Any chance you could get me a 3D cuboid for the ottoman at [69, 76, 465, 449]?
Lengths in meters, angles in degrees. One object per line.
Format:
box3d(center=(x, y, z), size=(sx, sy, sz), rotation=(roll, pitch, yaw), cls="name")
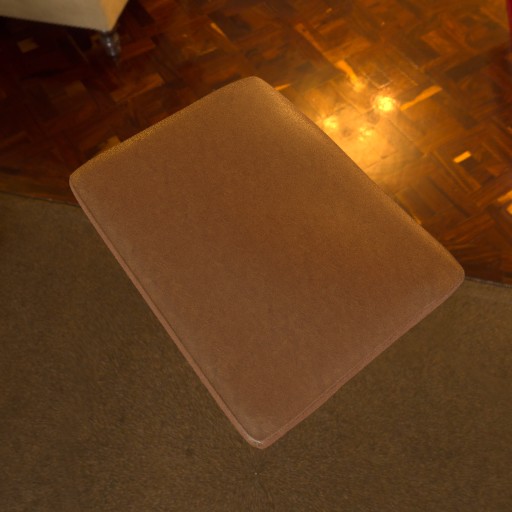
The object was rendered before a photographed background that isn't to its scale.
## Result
box3d(center=(0.000, 0.000, 1.273), size=(0.650, 0.485, 0.851), rotation=(-34, 69, -16), cls="ottoman")
